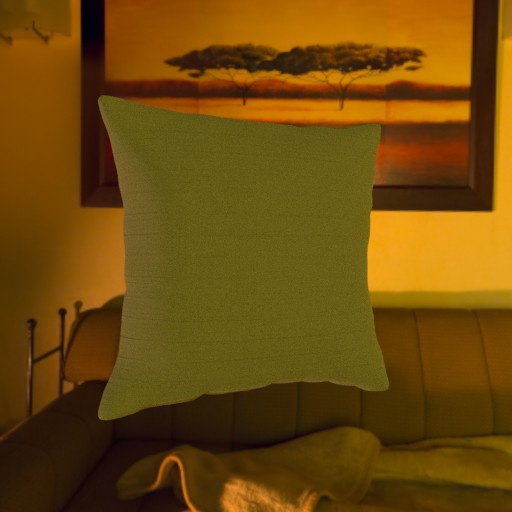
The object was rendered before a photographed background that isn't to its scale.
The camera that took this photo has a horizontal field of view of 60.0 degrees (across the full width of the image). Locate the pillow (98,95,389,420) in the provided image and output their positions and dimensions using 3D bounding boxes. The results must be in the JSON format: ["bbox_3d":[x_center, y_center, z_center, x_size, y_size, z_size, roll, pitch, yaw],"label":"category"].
[{"bbox_3d":[0.000,0.000,0.700,0.470,0.464,0.175,0,0,-18],"label":"pillow"}]
